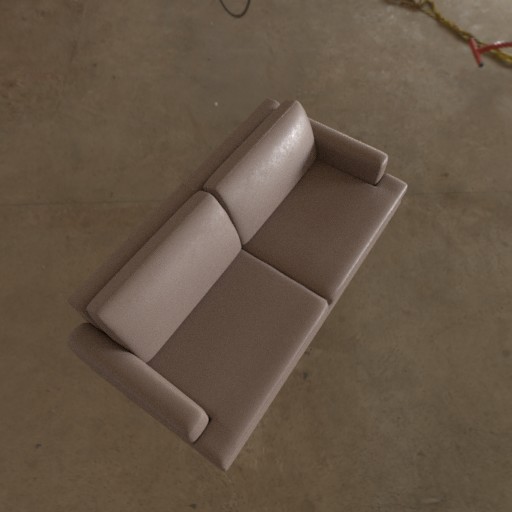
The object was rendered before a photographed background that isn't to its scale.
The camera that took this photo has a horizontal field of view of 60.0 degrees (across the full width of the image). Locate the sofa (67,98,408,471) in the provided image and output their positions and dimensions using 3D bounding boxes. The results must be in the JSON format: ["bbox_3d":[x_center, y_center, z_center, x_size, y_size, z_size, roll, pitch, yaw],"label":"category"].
[{"bbox_3d":[0.000,0.000,2.448,0.974,0.765,1.940,30,64,17],"label":"sofa"}]
